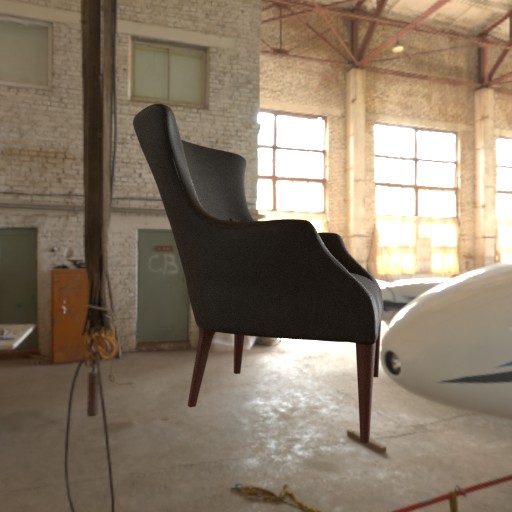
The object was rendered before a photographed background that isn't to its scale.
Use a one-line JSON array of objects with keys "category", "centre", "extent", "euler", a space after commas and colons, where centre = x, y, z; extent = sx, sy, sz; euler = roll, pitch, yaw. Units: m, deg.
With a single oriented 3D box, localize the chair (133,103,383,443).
[{"category": "chair", "centre": [0.000, 0.000, 1.753], "extent": [0.954, 1.068, 0.819], "euler": [0, 0, 17]}]
